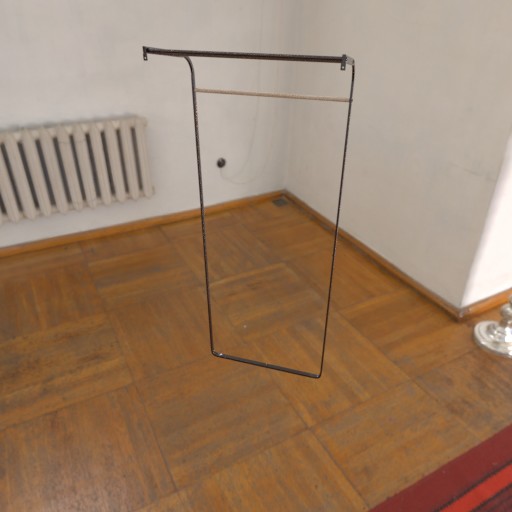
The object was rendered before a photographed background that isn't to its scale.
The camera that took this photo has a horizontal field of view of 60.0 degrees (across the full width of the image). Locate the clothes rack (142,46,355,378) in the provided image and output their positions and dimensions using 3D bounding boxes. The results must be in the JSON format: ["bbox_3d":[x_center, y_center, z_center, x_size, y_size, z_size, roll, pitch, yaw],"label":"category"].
[{"bbox_3d":[0.000,0.000,1.806,0.609,1.574,0.349,9,33,14],"label":"clothes rack"}]
